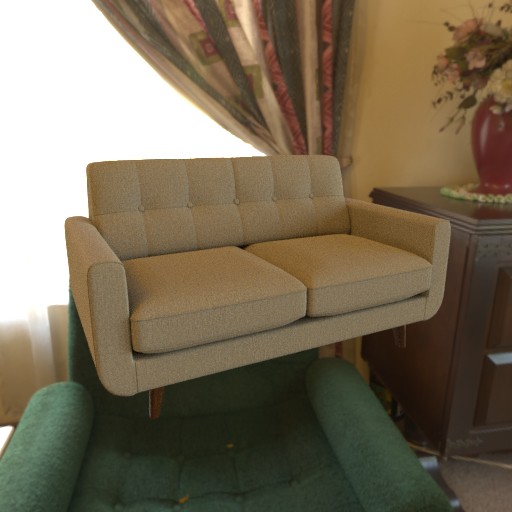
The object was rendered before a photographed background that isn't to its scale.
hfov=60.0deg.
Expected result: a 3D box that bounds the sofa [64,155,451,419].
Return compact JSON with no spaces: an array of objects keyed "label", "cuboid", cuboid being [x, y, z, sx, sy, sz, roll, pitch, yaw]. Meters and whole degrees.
[{"label":"sofa","cuboid":[0.000,0.000,2.174,1.651,0.925,0.952,-8,17,-26]}]
